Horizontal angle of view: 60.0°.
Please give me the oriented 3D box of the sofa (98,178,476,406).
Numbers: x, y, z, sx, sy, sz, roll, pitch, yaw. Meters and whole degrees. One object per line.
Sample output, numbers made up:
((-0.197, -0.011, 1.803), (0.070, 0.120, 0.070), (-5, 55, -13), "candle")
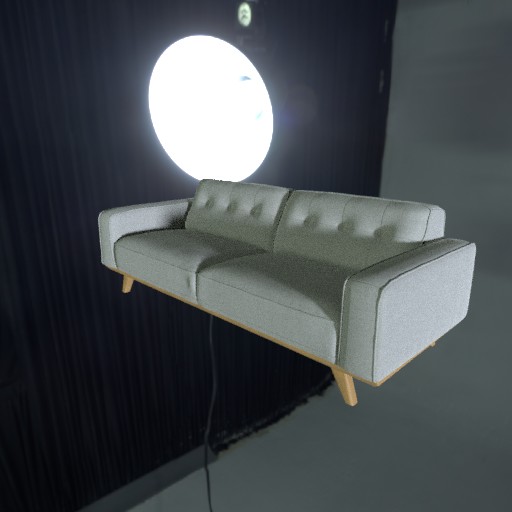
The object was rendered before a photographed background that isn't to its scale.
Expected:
((0.000, 0.000, 2.723), (0.956, 0.781, 2.270), (-15, 22, -43), "sofa")
